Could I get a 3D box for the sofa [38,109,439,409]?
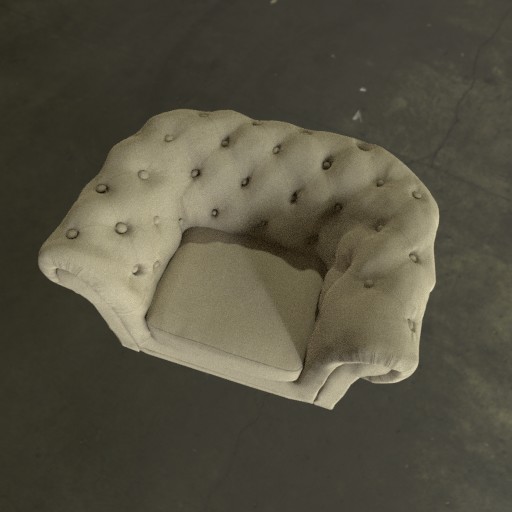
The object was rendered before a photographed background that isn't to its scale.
[{"bbox_3d":[0.000,0.000,2.016,1.405,0.878,1.034,15,59,9],"label":"sofa"}]
